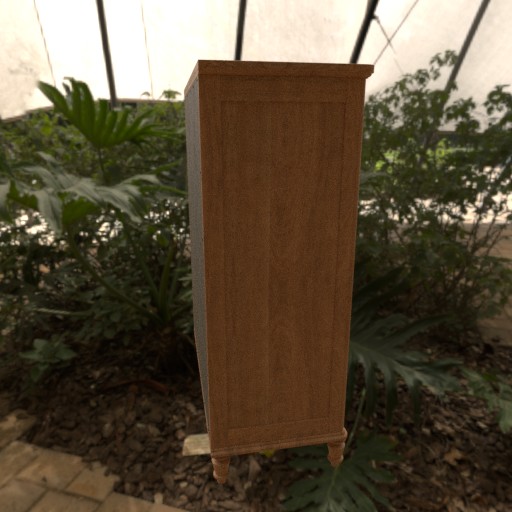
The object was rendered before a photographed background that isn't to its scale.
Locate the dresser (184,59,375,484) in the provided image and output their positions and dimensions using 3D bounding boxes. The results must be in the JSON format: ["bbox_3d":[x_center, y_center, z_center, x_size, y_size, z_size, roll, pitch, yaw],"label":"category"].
[{"bbox_3d":[0.000,0.000,1.785,0.484,1.318,0.973,-3,16,-11],"label":"dresser"}]
